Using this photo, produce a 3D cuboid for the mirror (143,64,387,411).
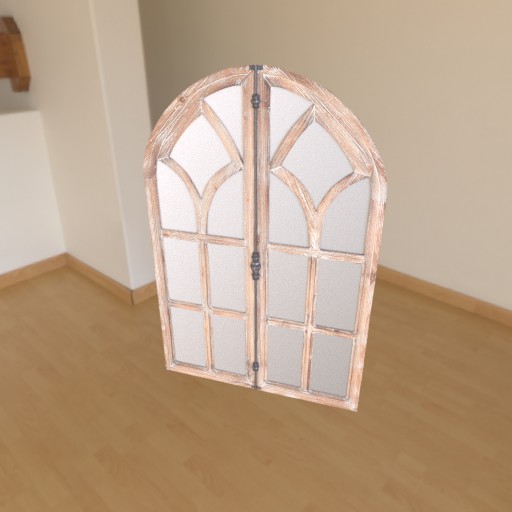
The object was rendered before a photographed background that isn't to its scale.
[{"bbox_3d":[0.000,0.000,1.152,0.609,0.915,0.032,8,28,15],"label":"mirror"}]
